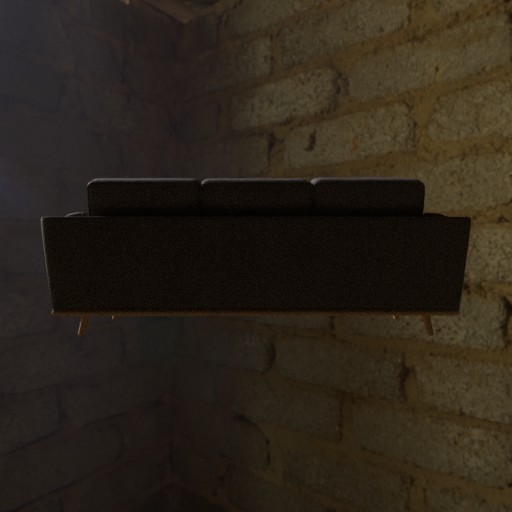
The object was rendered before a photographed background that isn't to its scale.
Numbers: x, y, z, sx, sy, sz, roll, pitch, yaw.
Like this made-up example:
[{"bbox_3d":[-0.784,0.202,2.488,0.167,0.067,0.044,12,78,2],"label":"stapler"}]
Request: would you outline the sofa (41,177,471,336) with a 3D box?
[{"bbox_3d":[0.000,0.000,2.817,2.362,0.899,0.903,0,1,0],"label":"sofa"}]
